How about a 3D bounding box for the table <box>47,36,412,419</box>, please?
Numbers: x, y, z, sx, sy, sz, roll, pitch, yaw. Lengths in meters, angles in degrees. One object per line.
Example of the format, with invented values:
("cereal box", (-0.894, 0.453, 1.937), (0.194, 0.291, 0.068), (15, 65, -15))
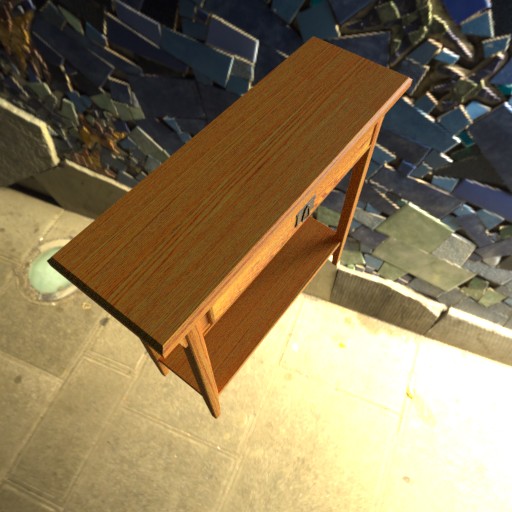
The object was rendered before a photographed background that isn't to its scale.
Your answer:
("table", (0.000, 0.000, 1.118), (0.254, 0.711, 0.762), (33, 64, 19))
